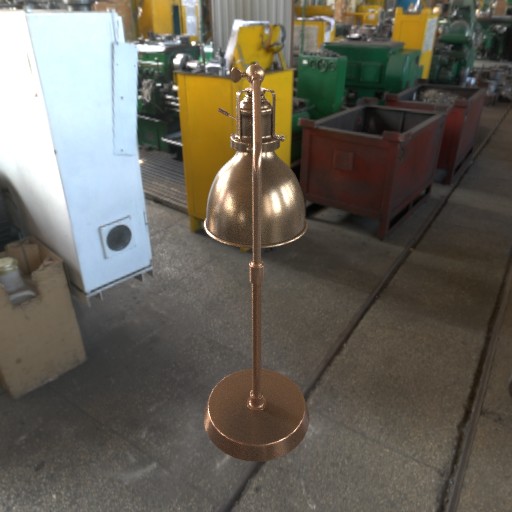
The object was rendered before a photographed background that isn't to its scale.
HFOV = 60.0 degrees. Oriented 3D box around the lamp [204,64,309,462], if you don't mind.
[{"bbox_3d":[0.000,0.000,0.589,0.153,0.456,0.286,0,30,-1],"label":"lamp"}]
